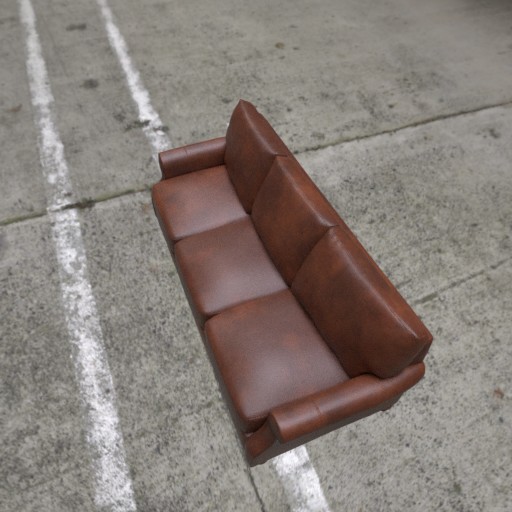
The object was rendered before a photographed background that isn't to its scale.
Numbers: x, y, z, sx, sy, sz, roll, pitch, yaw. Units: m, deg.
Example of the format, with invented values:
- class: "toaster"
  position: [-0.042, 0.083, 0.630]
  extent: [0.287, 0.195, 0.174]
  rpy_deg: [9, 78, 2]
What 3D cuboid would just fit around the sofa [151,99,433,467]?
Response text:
- class: "sofa"
  position: [0.000, 0.000, 2.868]
  extent: [0.973, 0.977, 2.351]
  rpy_deg: [-17, 51, -14]
